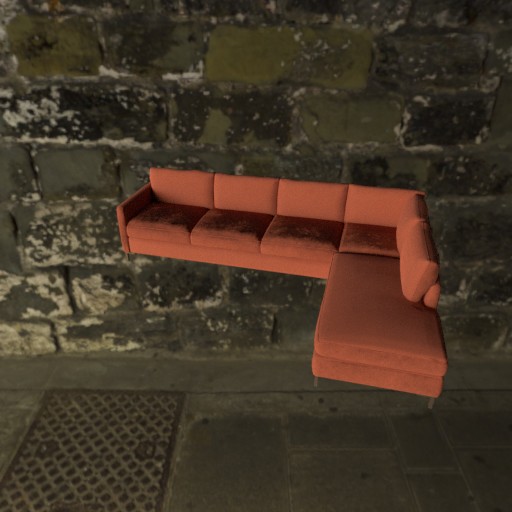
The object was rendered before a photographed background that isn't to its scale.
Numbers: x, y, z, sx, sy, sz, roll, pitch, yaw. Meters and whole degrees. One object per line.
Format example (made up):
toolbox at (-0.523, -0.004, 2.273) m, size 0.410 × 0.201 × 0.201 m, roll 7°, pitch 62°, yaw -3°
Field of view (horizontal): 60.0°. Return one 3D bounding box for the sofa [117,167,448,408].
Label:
sofa at (0.000, 0.000, 3.562) m, size 2.736 × 0.757 × 1.879 m, roll 7°, pitch 31°, yaw 13°
